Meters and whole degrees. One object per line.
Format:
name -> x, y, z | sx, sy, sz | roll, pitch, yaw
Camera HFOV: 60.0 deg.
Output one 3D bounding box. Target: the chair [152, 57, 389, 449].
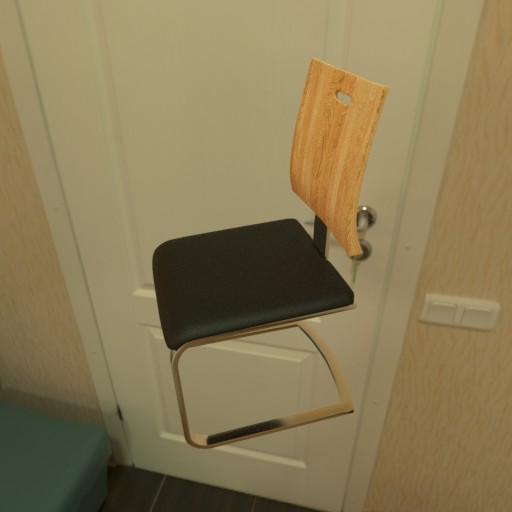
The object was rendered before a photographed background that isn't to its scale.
chair -> 0.000, 0.000, 1.216 | 0.560, 0.936, 0.462 | -9, 33, -13
